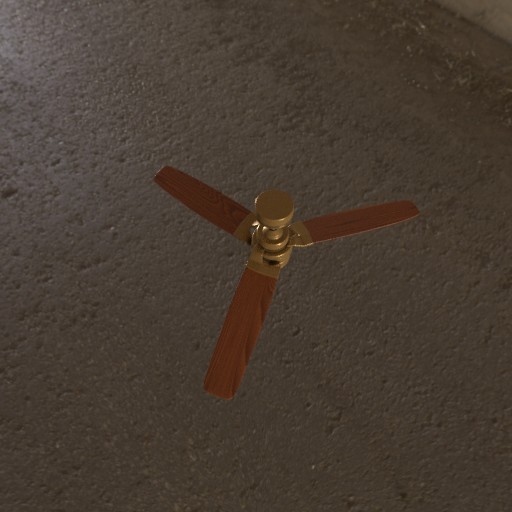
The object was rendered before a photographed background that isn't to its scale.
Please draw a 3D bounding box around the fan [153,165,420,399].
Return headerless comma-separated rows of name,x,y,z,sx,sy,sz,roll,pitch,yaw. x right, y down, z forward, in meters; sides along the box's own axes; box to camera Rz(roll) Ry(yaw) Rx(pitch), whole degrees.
fan,0.000,0.000,2.055,1.416,0.425,1.271,15,59,9
